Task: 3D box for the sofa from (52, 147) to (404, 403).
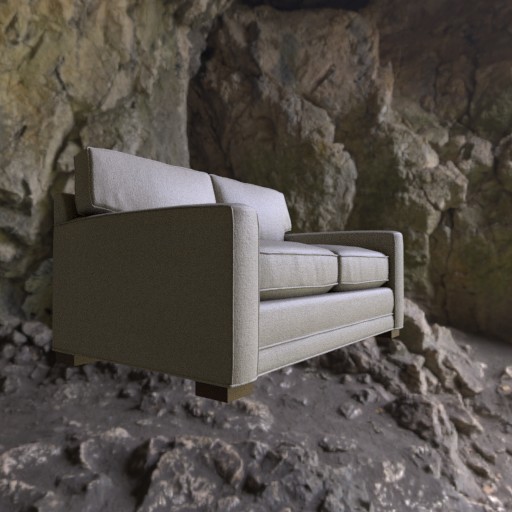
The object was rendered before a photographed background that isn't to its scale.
[{"bbox_3d":[0.000,0.000,2.088,0.940,0.853,1.484,-1,-1,36],"label":"sofa"}]
